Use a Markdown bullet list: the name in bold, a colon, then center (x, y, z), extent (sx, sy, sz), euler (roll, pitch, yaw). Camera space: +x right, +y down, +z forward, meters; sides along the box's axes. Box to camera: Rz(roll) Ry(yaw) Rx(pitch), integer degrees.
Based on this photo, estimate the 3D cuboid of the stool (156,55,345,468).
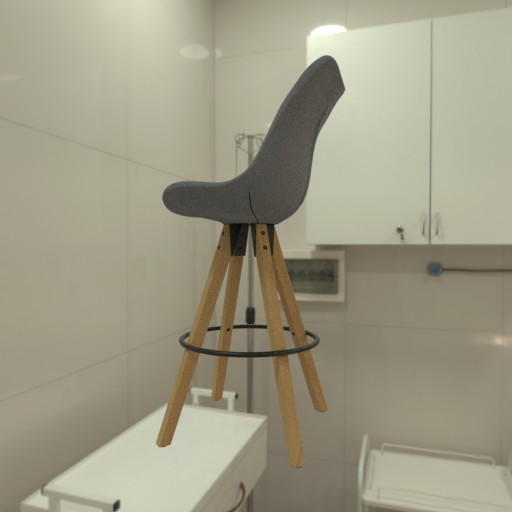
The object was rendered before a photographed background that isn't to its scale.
- **stool**: center (0.000, 0.000, 1.431), extent (0.550, 1.115, 0.485), euler (0, 1, 17)
